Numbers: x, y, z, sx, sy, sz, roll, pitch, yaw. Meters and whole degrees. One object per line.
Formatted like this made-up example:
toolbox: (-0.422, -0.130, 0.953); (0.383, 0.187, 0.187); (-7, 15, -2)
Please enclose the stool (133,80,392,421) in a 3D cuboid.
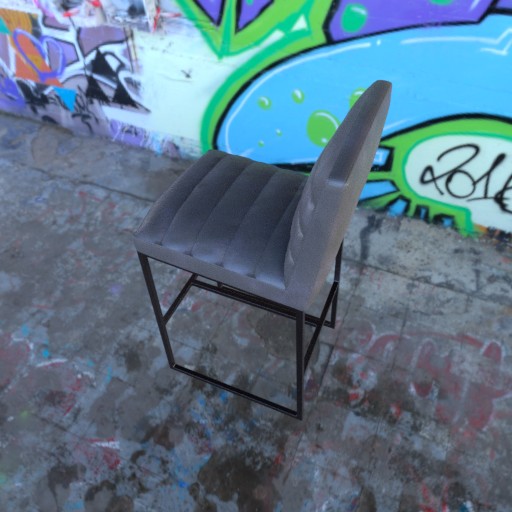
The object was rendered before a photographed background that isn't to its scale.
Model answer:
stool: (0.000, 0.000, 1.393); (0.562, 1.065, 0.463); (17, 49, 15)
